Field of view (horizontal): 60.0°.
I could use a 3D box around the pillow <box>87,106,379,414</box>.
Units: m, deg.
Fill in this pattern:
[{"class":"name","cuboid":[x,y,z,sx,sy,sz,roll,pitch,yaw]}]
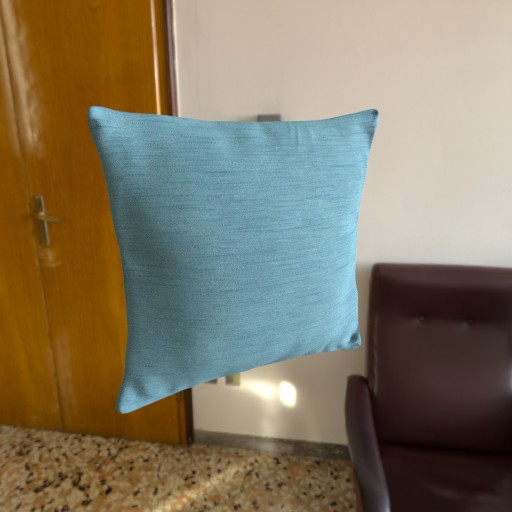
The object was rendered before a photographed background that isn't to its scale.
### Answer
[{"class":"pillow","cuboid":[0.000,0.000,0.653,0.433,0.415,0.151,-8,19,-25]}]
